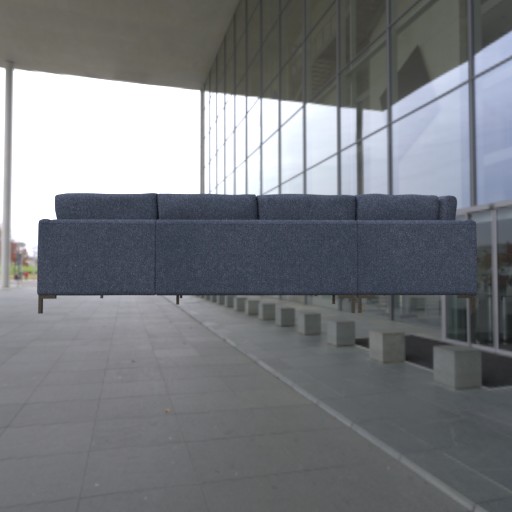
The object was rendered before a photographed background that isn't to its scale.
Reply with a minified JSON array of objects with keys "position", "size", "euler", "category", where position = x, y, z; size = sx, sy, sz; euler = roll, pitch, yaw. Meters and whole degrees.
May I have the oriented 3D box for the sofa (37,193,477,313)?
[{"position":[0.000,0.000,3.898],"size":[2.956,0.813,2.007],"euler":[0,-2,-1],"category":"sofa"}]
